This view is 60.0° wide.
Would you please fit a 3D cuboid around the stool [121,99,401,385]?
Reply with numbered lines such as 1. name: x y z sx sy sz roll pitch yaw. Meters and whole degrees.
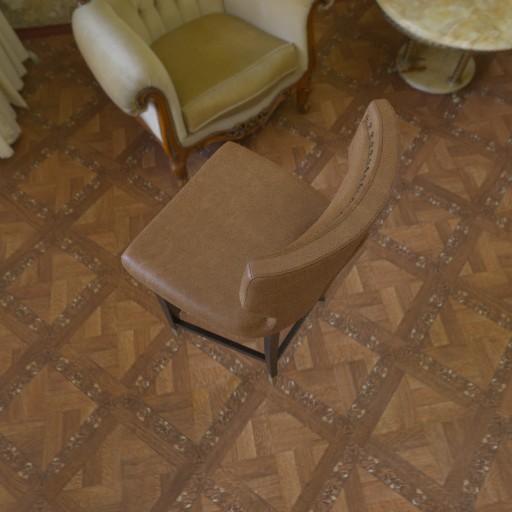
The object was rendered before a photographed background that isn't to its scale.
1. stool: 0.000 0.000 1.306 0.563 0.982 0.526 31 66 15
